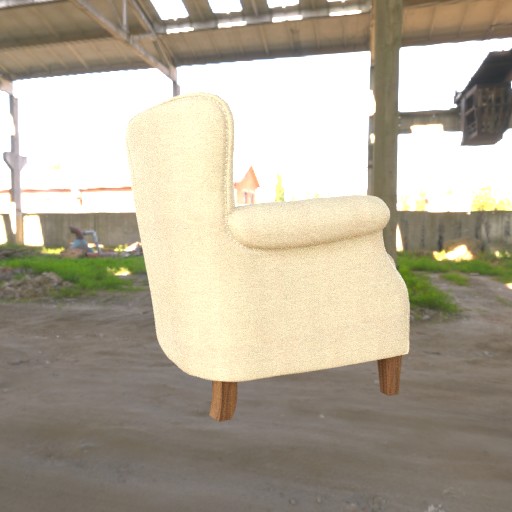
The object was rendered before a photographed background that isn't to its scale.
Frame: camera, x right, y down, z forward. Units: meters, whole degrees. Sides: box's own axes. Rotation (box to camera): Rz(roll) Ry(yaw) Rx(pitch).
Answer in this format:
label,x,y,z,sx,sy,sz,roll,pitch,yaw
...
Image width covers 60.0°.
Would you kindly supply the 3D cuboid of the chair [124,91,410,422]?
label,x,y,z,sx,sy,sz,roll,pitch,yaw
chair,0.000,0.000,1.647,0.921,0.936,0.861,-1,3,-20
